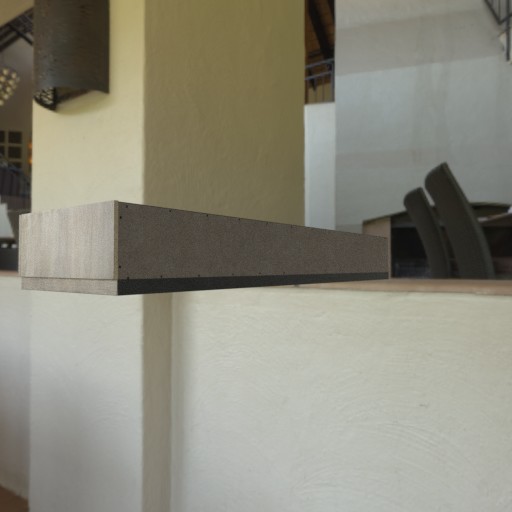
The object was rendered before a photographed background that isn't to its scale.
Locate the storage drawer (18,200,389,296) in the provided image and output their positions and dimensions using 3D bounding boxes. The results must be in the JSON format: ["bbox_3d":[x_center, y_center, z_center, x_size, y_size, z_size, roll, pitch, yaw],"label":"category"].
[{"bbox_3d":[0.000,0.000,2.260,0.591,0.274,2.072,-1,-2,38],"label":"storage drawer"}]
